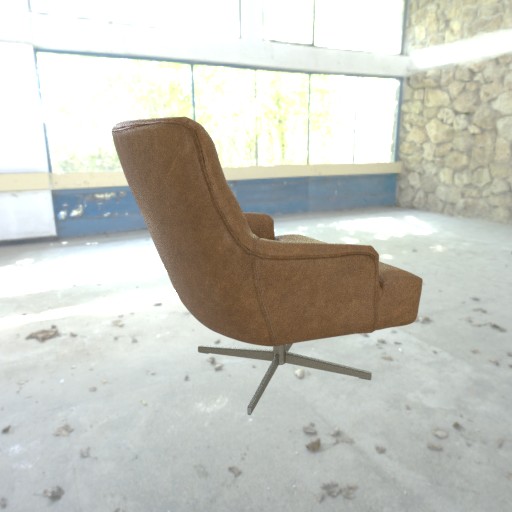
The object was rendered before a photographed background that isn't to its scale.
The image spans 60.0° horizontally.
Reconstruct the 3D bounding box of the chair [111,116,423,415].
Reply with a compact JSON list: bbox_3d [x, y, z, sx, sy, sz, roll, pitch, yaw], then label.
[{"bbox_3d":[0.000,0.000,1.515,0.874,0.869,0.729,-7,16,-25],"label":"chair"}]
